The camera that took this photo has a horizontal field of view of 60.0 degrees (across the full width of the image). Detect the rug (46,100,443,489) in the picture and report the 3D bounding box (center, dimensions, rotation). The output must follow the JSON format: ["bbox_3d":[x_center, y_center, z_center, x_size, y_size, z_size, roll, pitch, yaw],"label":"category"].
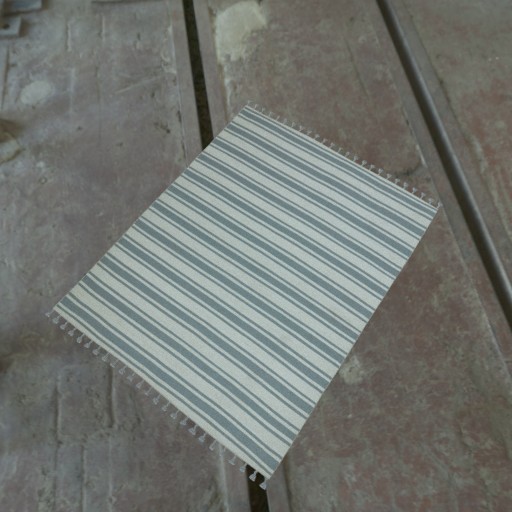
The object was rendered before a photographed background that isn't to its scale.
[{"bbox_3d":[0.000,0.000,4.274,2.439,0.005,3.201,33,69,14],"label":"rug"}]
